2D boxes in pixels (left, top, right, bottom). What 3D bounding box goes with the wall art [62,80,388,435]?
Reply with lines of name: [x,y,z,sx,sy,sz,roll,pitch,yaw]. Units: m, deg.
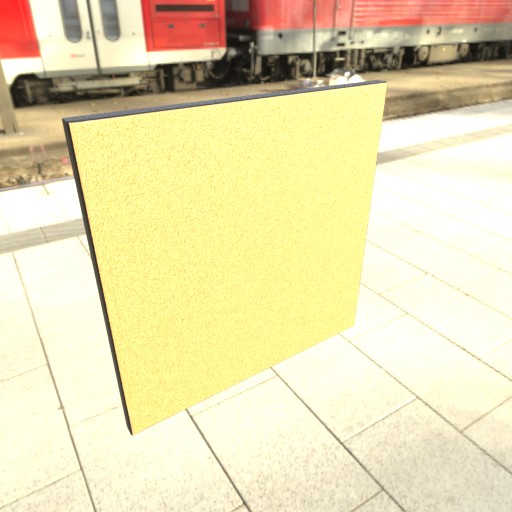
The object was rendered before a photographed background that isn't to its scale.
wall art: [0.000,0.000,0.658,0.456,0.453,0.022,-19,35,-29]
